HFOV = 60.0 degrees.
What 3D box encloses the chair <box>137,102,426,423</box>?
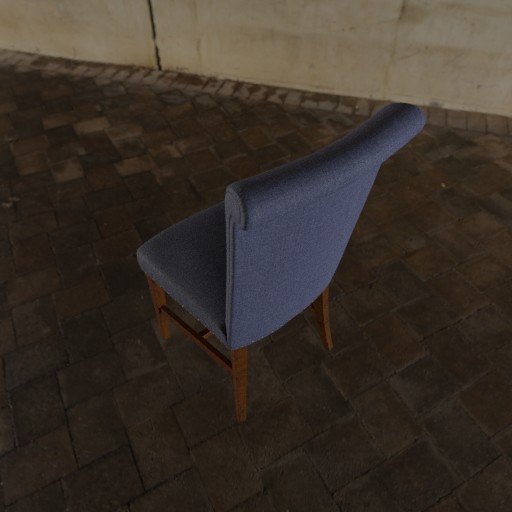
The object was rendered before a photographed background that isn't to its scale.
[{"bbox_3d":[0.000,0.000,1.327,0.513,0.988,0.608,-32,53,-27],"label":"chair"}]
